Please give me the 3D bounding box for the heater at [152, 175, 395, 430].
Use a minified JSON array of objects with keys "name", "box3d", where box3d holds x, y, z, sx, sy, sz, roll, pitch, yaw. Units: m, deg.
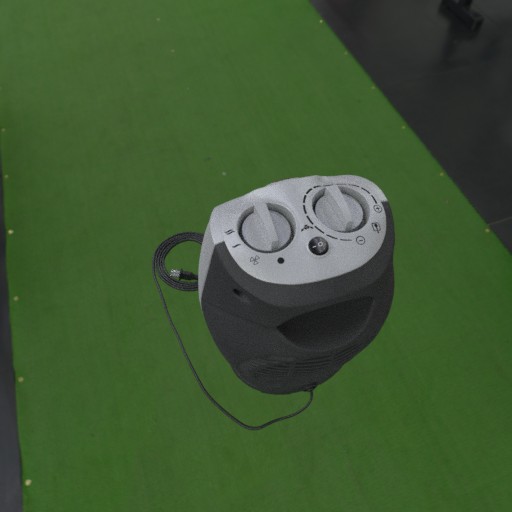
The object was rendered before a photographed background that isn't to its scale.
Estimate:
[{"name":"heater","box3d":[0.000,0.000,0.473,0.239,0.255,0.291,-15,58,-9]}]
